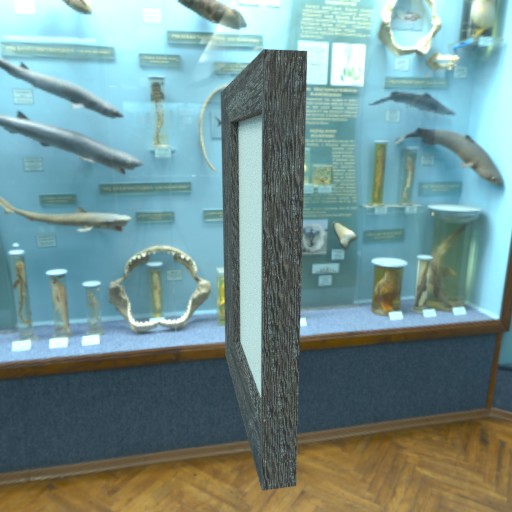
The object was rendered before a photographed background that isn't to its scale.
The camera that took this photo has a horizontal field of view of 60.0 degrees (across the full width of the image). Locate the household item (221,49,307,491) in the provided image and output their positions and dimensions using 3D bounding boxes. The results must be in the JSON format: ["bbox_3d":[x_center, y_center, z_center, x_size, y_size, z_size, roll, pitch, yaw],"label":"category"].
[{"bbox_3d":[0.000,0.000,0.239,0.020,0.180,0.133,-3,14,-10],"label":"household item"}]
